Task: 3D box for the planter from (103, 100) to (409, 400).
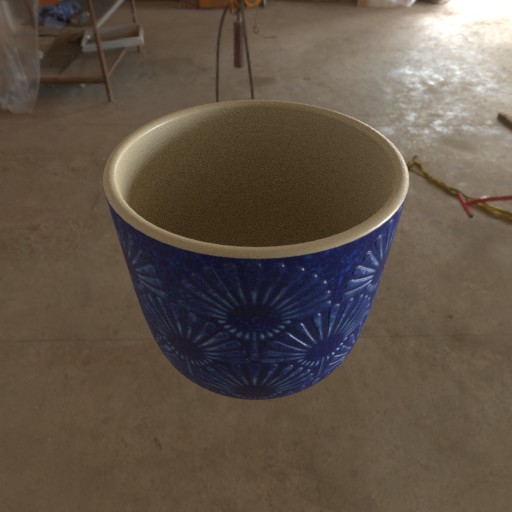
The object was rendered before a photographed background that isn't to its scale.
[{"bbox_3d":[0.000,0.000,0.220,0.124,0.109,0.124,0,41,0],"label":"planter"}]
